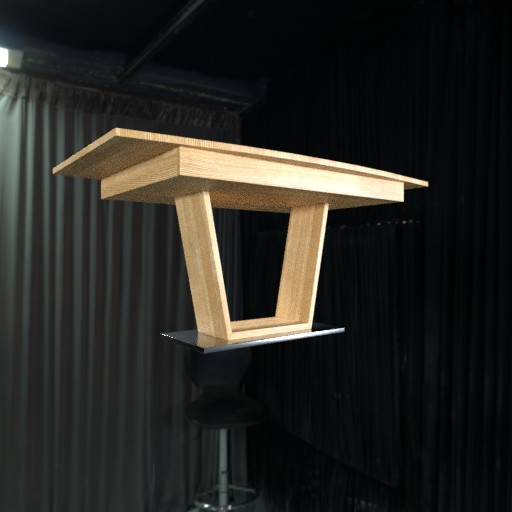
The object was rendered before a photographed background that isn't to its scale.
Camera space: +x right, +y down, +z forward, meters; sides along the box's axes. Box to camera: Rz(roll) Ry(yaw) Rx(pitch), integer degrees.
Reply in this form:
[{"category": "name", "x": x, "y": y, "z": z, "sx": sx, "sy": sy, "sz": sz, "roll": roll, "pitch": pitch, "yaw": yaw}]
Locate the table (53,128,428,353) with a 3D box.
[{"category": "table", "x": 0.000, "y": 0.000, "z": 2.071, "sx": 1.598, "sy": 0.748, "sz": 0.900, "roll": 0, "pitch": 0, "yaw": -37}]
